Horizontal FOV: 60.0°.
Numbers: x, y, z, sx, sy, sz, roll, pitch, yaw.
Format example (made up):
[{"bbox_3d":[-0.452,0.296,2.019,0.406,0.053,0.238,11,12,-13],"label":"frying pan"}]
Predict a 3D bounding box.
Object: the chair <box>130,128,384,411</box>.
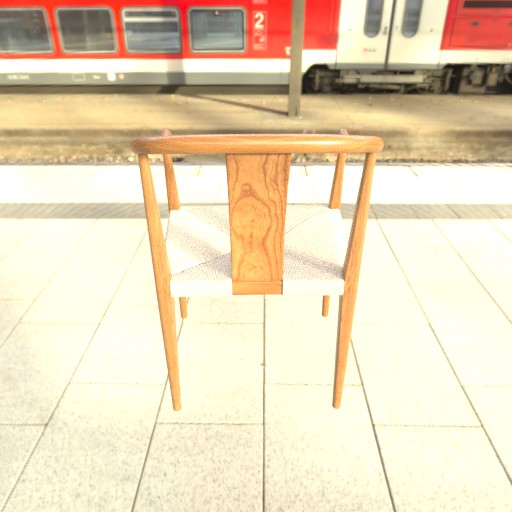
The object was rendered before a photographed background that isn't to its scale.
[{"bbox_3d":[0.000,0.000,1.202,0.556,0.800,0.579,-1,30,-1],"label":"chair"}]
